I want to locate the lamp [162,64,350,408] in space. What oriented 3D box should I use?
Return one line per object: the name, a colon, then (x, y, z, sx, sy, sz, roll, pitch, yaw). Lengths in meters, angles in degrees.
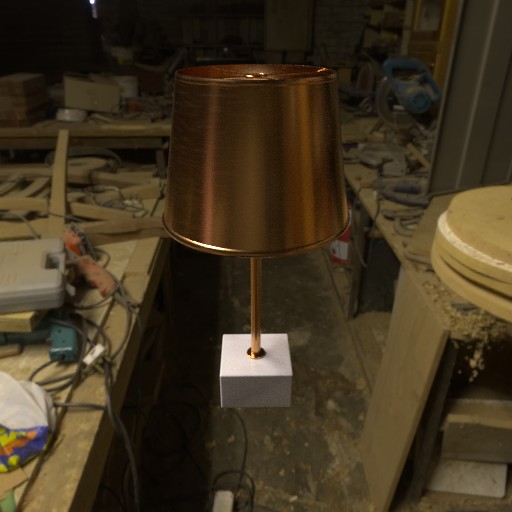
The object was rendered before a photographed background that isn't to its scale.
lamp: (0.000, 0.000, 0.525, 0.208, 0.406, 0.208, 0, 28, 0)
